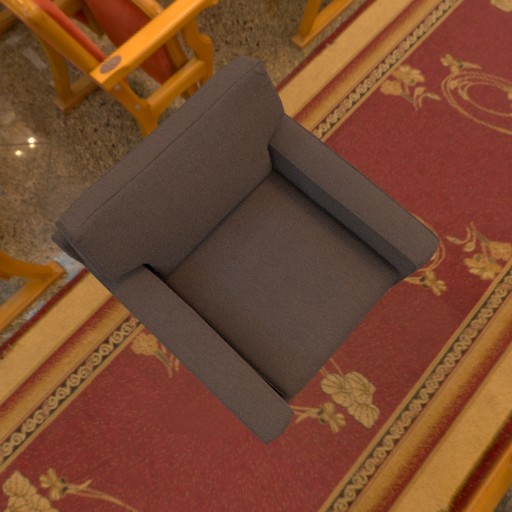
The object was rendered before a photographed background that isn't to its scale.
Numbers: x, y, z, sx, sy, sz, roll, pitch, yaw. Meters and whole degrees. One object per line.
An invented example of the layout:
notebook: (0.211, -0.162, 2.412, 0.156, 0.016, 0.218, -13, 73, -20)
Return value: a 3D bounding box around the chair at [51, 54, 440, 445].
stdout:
chair: (0.000, 0.000, 1.806, 1.043, 0.913, 0.997, 42, 79, 10)
